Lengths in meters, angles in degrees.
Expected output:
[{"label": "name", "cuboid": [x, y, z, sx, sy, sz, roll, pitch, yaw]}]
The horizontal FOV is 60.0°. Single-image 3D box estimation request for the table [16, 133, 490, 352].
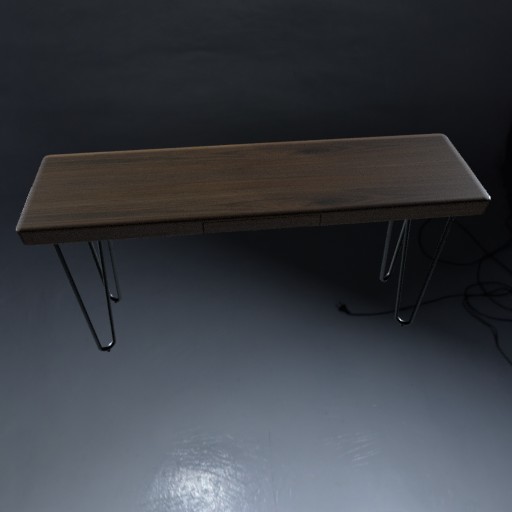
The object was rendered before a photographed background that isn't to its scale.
[{"label": "table", "cuboid": [0.000, 0.000, 1.891, 1.570, 0.834, 0.425, -4, 47, -4]}]
